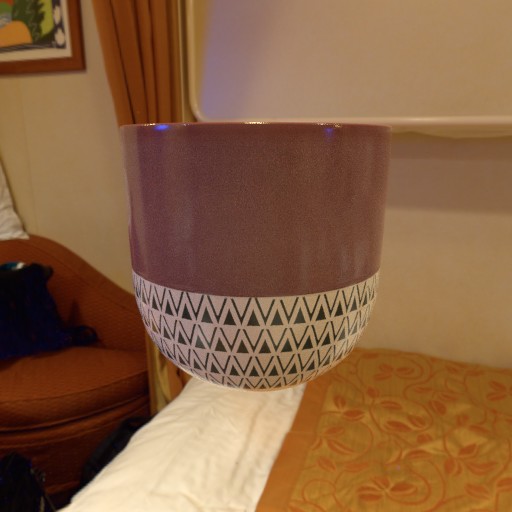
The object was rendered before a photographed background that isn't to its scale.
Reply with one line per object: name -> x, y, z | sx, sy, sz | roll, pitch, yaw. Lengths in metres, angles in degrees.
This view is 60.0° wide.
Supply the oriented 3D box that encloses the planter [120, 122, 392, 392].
planter -> 0.000, 0.000, 0.483 | 0.266, 0.270, 0.266 | 0, 15, 0
